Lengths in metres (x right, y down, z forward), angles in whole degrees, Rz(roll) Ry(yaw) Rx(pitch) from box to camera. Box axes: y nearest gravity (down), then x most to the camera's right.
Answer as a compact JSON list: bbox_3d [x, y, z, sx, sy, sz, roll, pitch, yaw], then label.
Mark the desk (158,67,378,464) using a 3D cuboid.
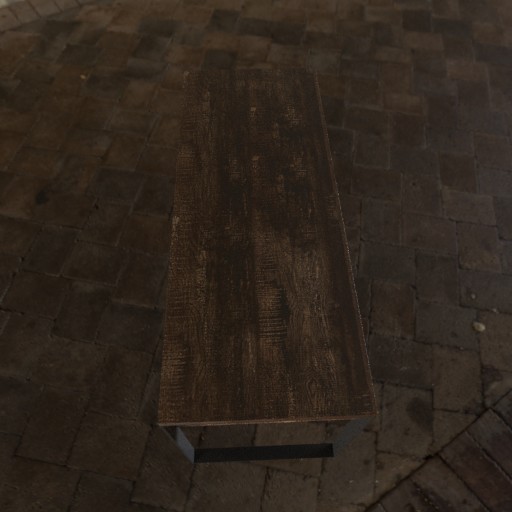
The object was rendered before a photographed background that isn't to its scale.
[{"bbox_3d":[0.000,0.000,1.922,0.599,0.762,1.524,-2,58,-1],"label":"desk"}]
